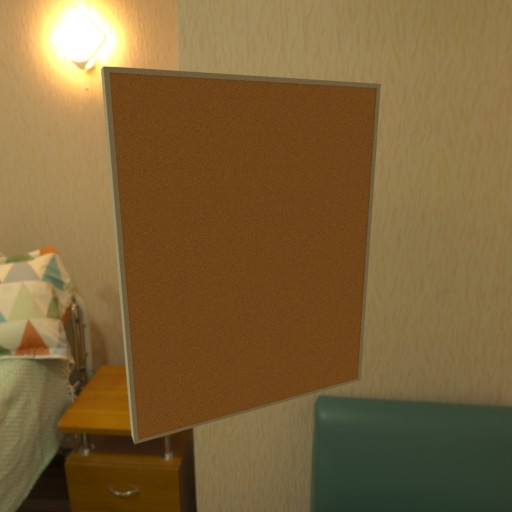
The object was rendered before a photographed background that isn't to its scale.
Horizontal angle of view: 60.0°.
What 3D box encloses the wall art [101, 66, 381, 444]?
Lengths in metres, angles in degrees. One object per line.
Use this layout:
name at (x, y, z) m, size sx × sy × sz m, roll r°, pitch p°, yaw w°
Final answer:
wall art at (0.000, 0.000, 1.016) m, size 0.611 × 0.763 × 0.055 m, roll -7°, pitch 16°, yaw -25°
